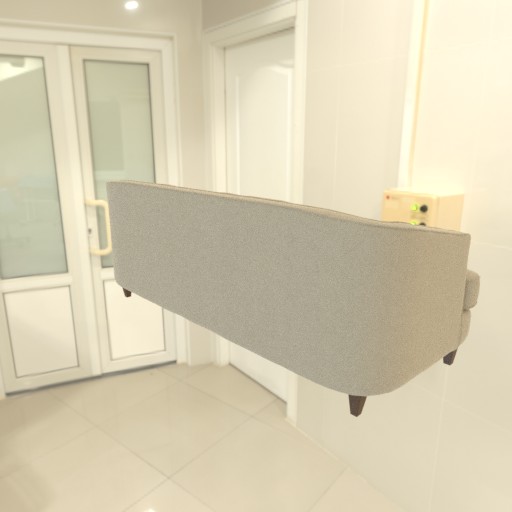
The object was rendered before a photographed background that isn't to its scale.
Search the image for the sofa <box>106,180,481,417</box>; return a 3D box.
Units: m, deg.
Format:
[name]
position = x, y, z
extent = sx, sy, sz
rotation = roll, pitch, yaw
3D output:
[sofa]
position = 0.000, 0.000, 2.652
extent = 0.941, 0.855, 2.278
rotation = -14, 21, -42
